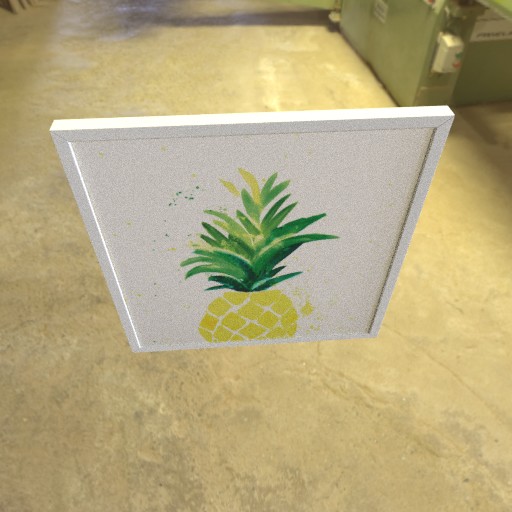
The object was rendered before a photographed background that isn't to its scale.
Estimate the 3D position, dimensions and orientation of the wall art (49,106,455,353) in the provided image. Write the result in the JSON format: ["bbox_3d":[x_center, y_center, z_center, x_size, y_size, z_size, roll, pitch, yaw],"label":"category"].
[{"bbox_3d":[0.000,0.000,1.119,0.763,0.761,0.038,-3,46,-3],"label":"wall art"}]
